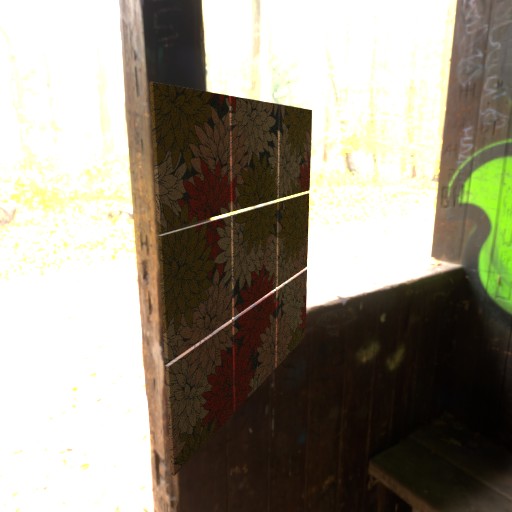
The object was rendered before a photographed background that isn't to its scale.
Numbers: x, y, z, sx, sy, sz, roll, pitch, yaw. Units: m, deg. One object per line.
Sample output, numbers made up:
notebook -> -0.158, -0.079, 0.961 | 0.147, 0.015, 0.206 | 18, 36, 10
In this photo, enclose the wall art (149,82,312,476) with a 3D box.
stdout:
wall art -> 0.000, 0.000, 1.830 | 0.013, 1.218, 1.206 | 7, 16, 26
